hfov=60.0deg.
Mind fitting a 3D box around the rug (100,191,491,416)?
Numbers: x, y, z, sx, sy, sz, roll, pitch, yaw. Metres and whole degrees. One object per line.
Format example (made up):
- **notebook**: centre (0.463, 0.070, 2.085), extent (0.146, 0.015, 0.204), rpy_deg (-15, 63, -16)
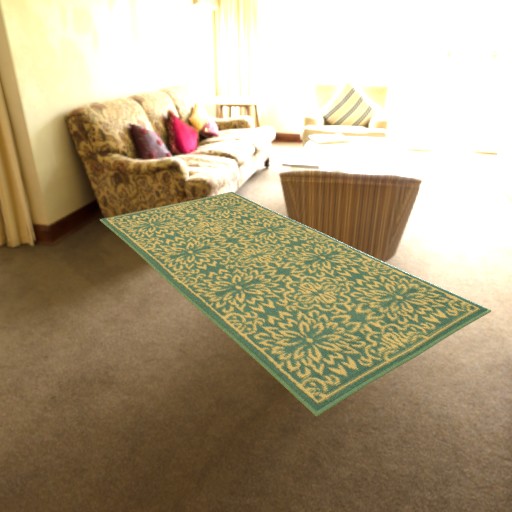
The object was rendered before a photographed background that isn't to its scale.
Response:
- **rug**: centre (0.000, 0.000, 1.416), extent (0.604, 0.007, 1.219), rpy_deg (-17, 31, -32)
